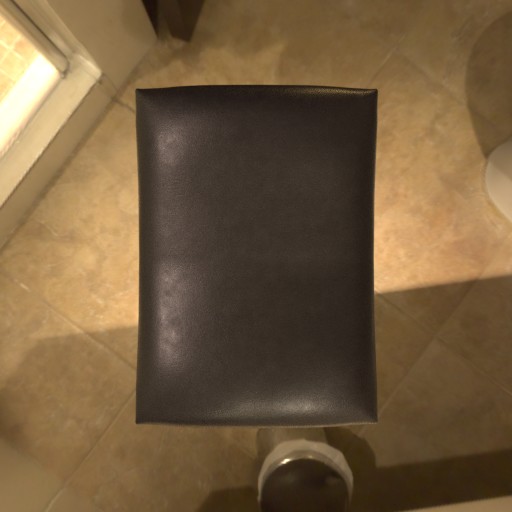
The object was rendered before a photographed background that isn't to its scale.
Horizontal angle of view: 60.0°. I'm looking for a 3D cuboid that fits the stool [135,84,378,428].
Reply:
[{"bbox_3d":[0.000,0.000,0.942,0.372,0.654,0.504,0,90,0],"label":"stool"}]
